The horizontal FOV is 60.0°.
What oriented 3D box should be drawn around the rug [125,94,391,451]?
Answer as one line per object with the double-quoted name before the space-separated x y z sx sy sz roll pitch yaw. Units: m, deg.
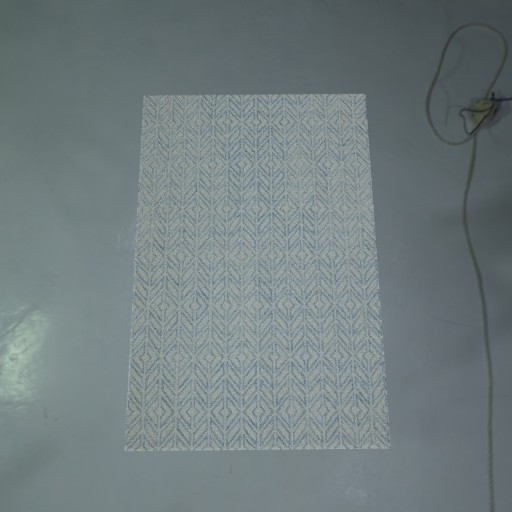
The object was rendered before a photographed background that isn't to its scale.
"rug" 0.000 0.000 2.241 1.220 0.008 1.824 -1 77 0
